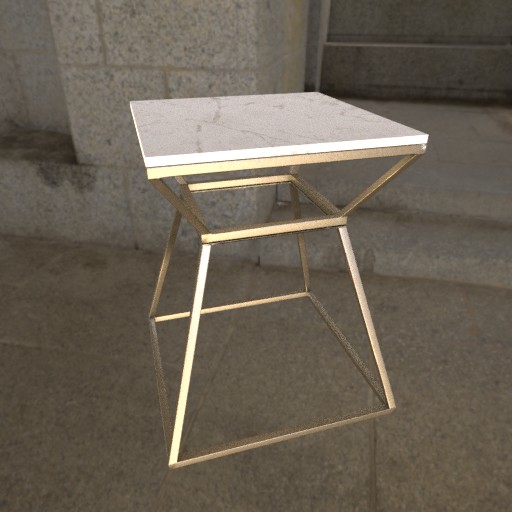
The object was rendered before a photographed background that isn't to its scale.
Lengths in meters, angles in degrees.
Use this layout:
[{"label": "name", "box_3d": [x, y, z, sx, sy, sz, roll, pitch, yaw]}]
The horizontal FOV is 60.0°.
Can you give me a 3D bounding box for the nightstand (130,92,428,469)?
[{"label": "nightstand", "box_3d": [0.000, 0.000, 0.897, 0.455, 0.554, 0.455, -8, 30, -14]}]
